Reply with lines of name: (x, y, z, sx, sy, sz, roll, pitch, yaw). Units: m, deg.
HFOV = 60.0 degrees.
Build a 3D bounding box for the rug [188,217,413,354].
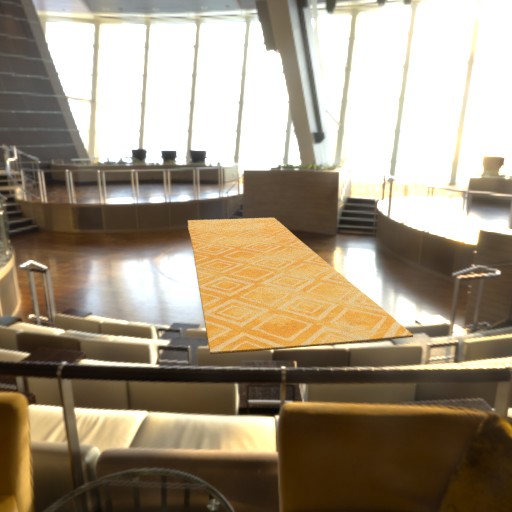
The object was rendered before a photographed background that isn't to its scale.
rug: (0.000, 0.000, 2.748, 0.775, 0.010, 2.438, -3, 16, -10)
